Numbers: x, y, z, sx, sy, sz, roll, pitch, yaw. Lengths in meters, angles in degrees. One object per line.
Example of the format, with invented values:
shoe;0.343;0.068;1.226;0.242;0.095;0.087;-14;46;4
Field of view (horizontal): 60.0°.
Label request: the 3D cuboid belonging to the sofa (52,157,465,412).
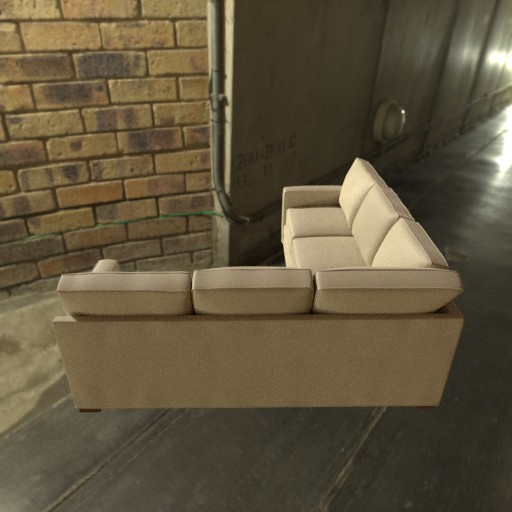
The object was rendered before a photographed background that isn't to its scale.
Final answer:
sofa;0.000;0.000;3.382;2.189;0.939;2.182;0;30;-1
